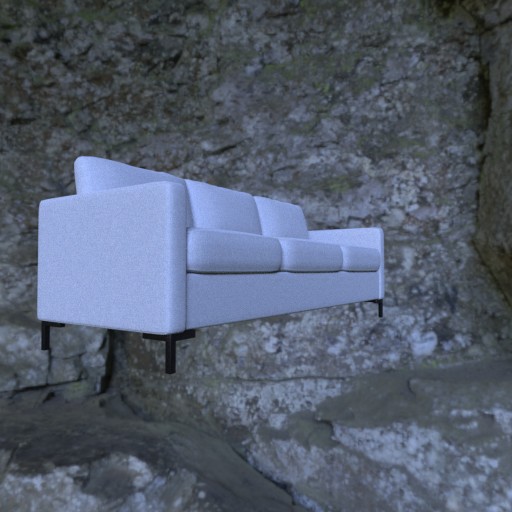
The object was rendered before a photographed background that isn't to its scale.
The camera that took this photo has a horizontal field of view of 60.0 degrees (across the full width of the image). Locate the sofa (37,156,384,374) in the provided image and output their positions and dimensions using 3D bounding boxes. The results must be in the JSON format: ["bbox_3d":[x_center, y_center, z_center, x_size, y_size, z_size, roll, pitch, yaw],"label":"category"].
[{"bbox_3d":[0.000,0.000,2.642,0.859,0.874,2.218,-1,-2,35],"label":"sofa"}]
